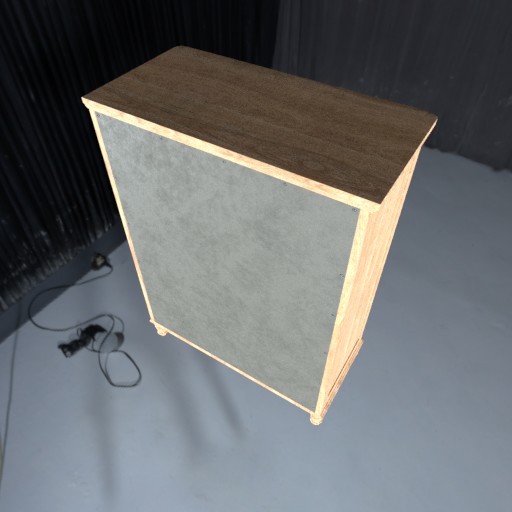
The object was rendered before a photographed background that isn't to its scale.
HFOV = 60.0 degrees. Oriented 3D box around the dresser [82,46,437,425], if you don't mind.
[{"bbox_3d":[0.000,0.000,1.814,0.973,1.318,0.484,24,51,21],"label":"dresser"}]
